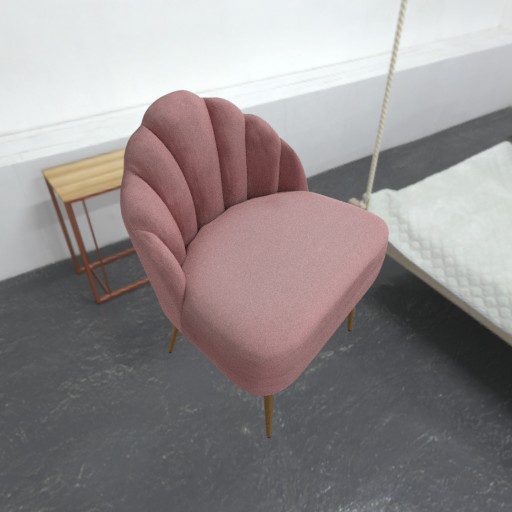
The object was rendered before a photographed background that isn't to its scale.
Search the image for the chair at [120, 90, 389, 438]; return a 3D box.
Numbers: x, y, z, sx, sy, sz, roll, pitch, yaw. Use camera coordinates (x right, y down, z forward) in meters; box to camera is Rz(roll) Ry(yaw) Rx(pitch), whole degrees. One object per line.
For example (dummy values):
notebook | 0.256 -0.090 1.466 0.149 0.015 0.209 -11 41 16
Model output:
chair | 0.000 0.000 1.291 0.599 0.819 0.657 27 48 27
